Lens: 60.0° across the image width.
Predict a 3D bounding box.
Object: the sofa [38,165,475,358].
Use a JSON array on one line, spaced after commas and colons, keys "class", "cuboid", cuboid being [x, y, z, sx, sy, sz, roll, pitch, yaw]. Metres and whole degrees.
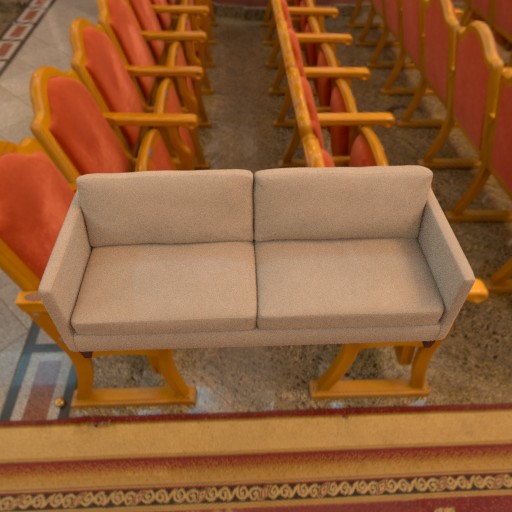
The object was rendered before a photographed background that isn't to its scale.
[{"class": "sofa", "cuboid": [0.000, 0.000, 2.883, 2.404, 0.912, 0.988, -1, 46, -1]}]
